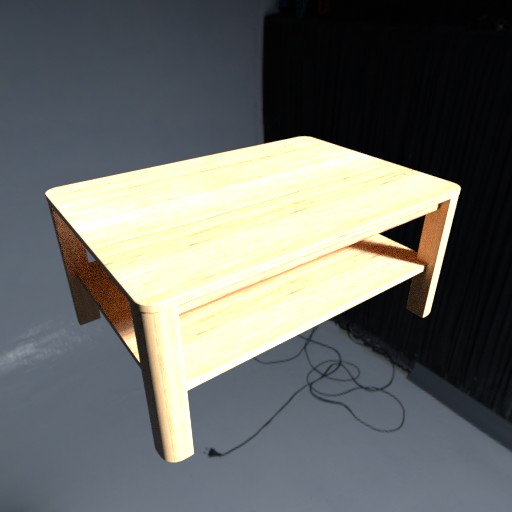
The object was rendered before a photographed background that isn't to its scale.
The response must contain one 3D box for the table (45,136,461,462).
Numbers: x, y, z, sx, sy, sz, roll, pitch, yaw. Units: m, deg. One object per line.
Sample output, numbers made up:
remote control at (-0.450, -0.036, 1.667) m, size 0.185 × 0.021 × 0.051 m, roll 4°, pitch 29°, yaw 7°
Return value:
table at (0.000, 0.000, 1.378) m, size 0.997 × 0.445 × 0.696 m, roll -20°, pitch 36°, yaw -31°
